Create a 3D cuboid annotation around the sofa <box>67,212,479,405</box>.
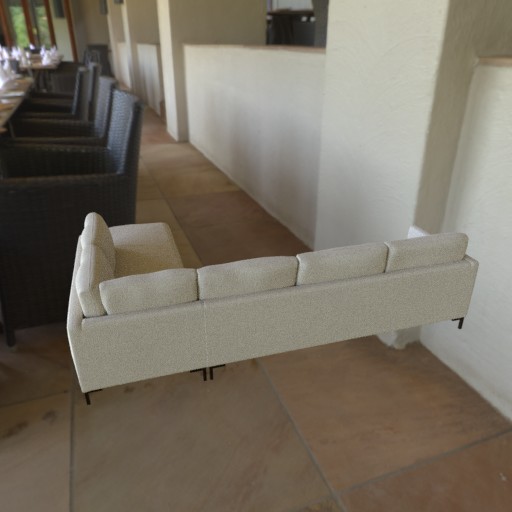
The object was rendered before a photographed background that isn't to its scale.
[{"bbox_3d":[0.000,0.000,3.872,2.949,0.815,2.007,-8,27,-15],"label":"sofa"}]
